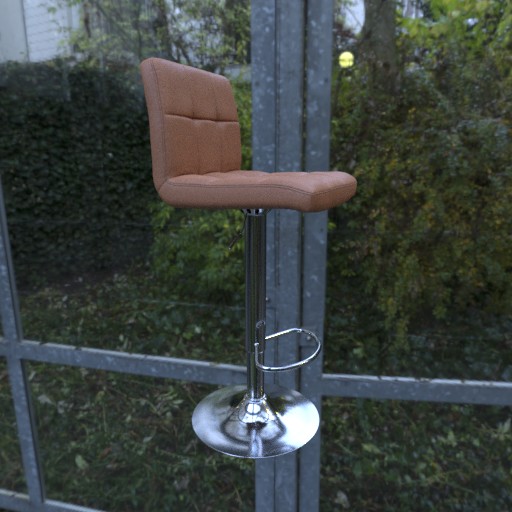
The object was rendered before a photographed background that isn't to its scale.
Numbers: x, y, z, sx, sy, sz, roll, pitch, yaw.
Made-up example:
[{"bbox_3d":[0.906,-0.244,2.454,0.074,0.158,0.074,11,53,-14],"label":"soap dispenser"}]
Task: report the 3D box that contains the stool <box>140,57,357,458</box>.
[{"bbox_3d":[0.000,0.000,1.359,0.505,1.115,0.430,7,15,26],"label":"stool"}]
